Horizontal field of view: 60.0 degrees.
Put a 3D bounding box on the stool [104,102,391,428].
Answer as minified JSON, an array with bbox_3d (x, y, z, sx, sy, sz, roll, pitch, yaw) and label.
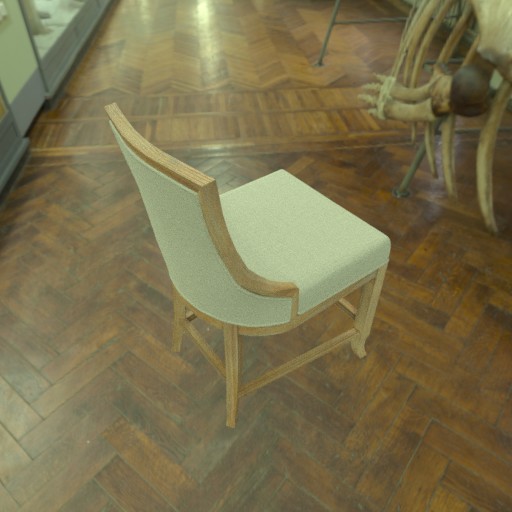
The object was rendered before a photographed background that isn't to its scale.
[{"bbox_3d":[0.000,0.000,1.344,0.626,0.938,0.524,-26,48,-27],"label":"stool"}]
